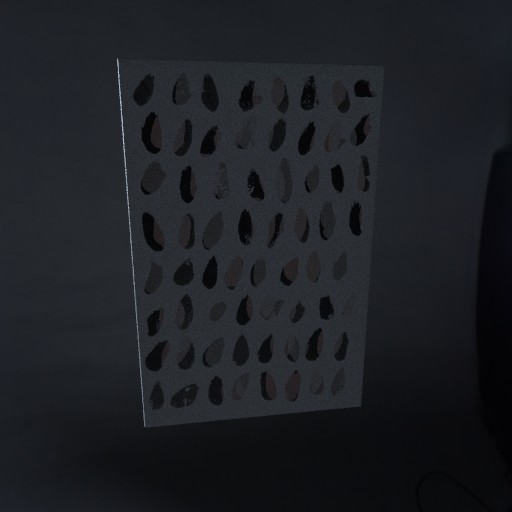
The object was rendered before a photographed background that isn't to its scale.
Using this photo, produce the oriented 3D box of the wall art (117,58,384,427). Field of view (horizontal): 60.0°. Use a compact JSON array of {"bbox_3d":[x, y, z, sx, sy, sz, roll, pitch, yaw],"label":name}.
[{"bbox_3d":[0.000,0.000,0.753,0.405,0.608,0.025,-2,15,-9],"label":"wall art"}]
